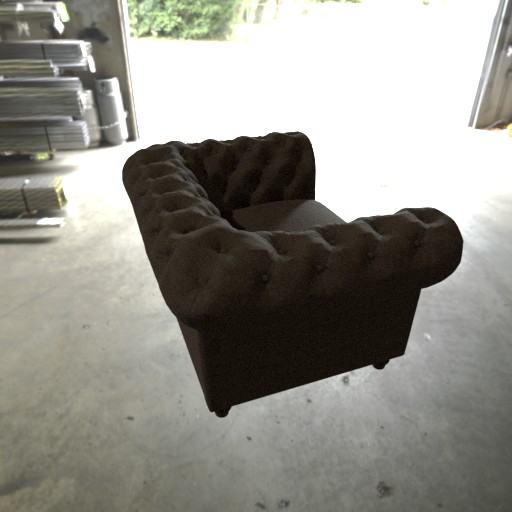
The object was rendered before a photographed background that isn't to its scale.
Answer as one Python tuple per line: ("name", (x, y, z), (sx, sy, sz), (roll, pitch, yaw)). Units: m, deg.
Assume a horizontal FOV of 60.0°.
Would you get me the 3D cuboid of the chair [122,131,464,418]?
("chair", (0.000, 0.000, 1.902), (0.945, 0.780, 1.298), (-11, 32, -18))
